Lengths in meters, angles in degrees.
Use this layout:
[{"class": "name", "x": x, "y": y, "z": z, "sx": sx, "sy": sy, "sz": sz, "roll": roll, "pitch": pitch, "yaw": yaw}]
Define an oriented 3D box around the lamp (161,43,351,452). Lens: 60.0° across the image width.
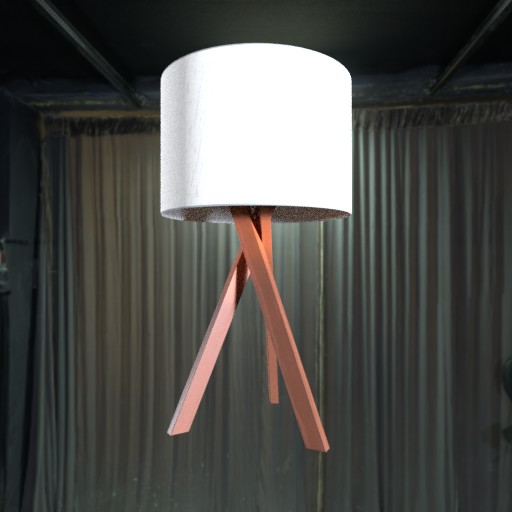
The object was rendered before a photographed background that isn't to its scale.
[{"class": "lamp", "x": 0.000, "y": 0.000, "z": 0.903, "sx": 0.380, "sy": 0.686, "sz": 0.380, "roll": 0, "pitch": 0, "yaw": 0}]
